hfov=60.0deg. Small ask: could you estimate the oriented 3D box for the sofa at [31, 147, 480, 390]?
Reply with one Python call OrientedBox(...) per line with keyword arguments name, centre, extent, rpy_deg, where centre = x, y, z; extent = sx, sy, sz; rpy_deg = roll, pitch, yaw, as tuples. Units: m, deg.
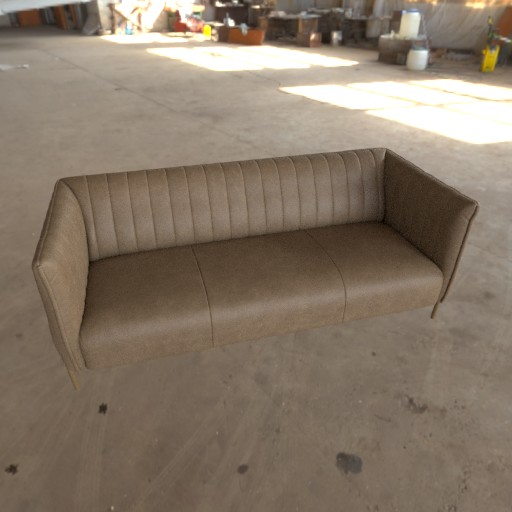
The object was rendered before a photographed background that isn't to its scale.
OrientedBox(name="sofa", centre=(0.000, 0.000, 2.349), extent=(1.980, 0.779, 0.876), rpy_deg=(-8, 33, -13))
